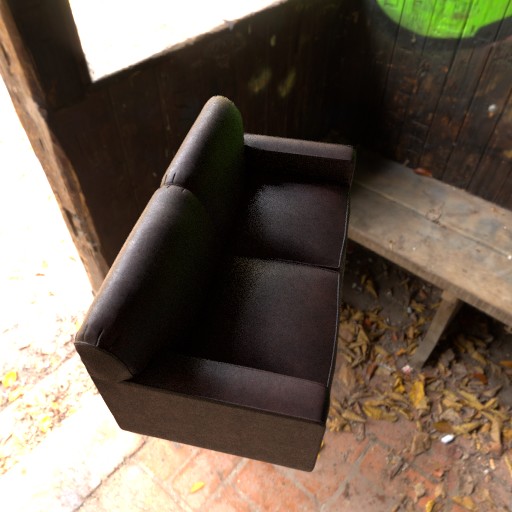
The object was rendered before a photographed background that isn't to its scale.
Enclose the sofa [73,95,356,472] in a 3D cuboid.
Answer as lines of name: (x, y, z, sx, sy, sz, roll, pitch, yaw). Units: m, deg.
sofa: (0.000, 0.000, 2.414, 1.000, 0.966, 1.856, 9, 48, 8)
